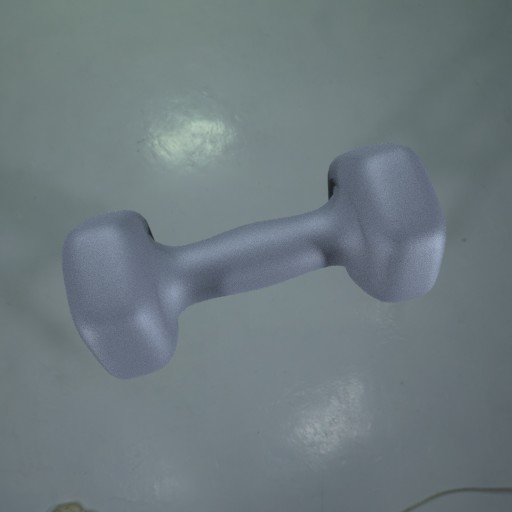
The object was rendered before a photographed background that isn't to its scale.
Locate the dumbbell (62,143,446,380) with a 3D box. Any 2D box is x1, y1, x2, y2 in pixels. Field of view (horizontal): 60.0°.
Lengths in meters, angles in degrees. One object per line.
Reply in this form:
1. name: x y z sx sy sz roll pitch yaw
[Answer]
1. dumbbell: 0.000 0.000 0.305 0.240 0.105 0.116 -15 76 -4
